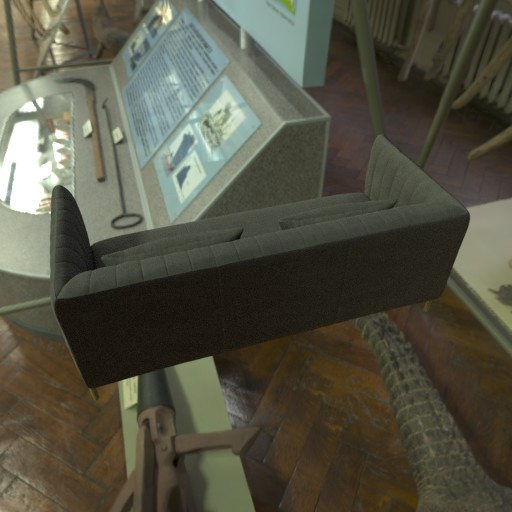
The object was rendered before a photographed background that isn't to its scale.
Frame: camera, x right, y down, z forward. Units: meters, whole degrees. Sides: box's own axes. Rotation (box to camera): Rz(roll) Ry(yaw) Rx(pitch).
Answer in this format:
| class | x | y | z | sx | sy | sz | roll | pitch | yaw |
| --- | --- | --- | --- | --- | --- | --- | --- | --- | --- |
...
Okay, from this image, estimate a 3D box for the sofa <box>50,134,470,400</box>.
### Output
| class | x | y | z | sx | sy | sz | roll | pitch | yaw |
| --- | --- | --- | --- | --- | --- | --- | --- | --- | --- |
| sofa | 0.000 | 0.000 | 2.431 | 1.980 | 0.780 | 0.876 | -12 | 43 | -13 |
